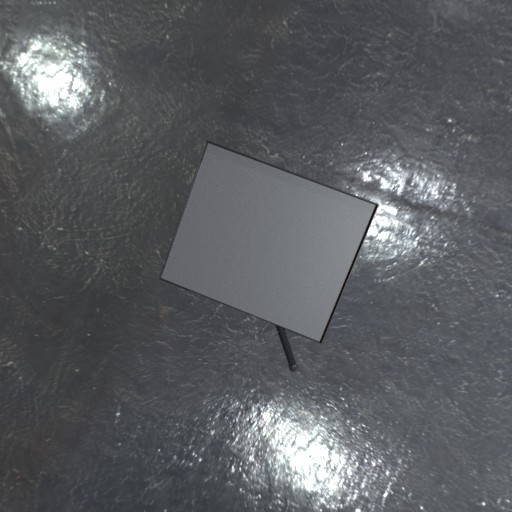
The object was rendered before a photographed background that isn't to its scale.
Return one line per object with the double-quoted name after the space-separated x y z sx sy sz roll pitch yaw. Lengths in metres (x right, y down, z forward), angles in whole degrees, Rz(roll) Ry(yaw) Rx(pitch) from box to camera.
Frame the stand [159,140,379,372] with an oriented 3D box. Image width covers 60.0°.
0.000 0.000 1.667 0.702 1.198 0.702 21 79 4 "stand"
